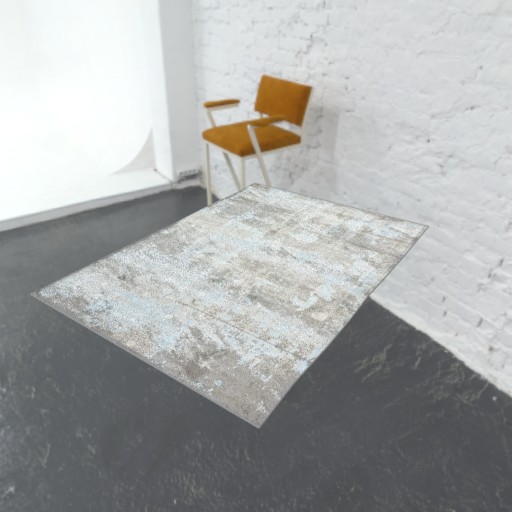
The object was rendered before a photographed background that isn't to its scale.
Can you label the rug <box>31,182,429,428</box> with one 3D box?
[{"bbox_3d":[0.000,0.000,4.364,2.393,0.013,3.307,19,35,30],"label":"rug"}]
